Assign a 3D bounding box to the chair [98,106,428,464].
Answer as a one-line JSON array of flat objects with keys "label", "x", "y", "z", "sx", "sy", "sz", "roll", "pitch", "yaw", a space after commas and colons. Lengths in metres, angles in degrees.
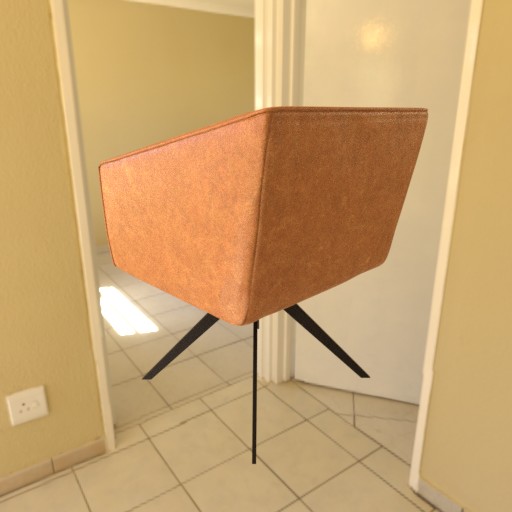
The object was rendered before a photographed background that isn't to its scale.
[{"label": "chair", "x": 0.000, "y": 0.000, "z": 1.200, "sx": 0.588, "sy": 0.760, "sz": 0.625, "roll": -17, "pitch": 25, "yaw": -42}]
